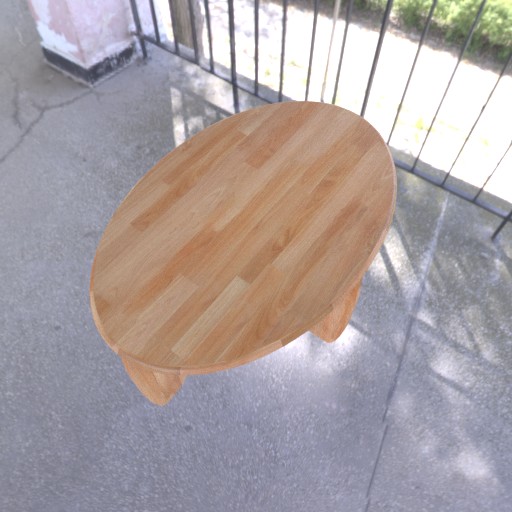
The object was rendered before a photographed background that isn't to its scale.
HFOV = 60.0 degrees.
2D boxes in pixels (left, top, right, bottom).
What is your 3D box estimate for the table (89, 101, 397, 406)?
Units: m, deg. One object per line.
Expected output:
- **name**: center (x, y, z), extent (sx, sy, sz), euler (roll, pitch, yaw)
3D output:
- **table**: center (0.000, 0.000, 1.403), extent (0.690, 0.490, 1.040), euler (32, 62, 19)
